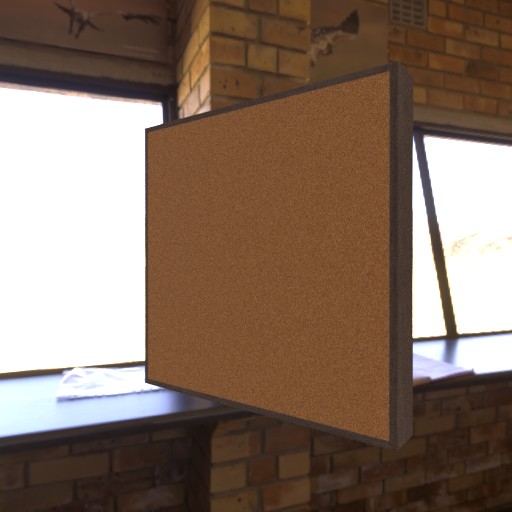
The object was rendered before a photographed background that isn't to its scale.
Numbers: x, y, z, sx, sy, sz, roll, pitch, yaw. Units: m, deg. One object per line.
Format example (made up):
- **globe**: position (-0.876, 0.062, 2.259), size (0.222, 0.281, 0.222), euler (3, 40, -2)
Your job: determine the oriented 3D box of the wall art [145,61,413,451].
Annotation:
- **wall art**: position (0.000, 0.000, 0.448), size (0.303, 0.302, 0.038), euler (0, 0, 37)
